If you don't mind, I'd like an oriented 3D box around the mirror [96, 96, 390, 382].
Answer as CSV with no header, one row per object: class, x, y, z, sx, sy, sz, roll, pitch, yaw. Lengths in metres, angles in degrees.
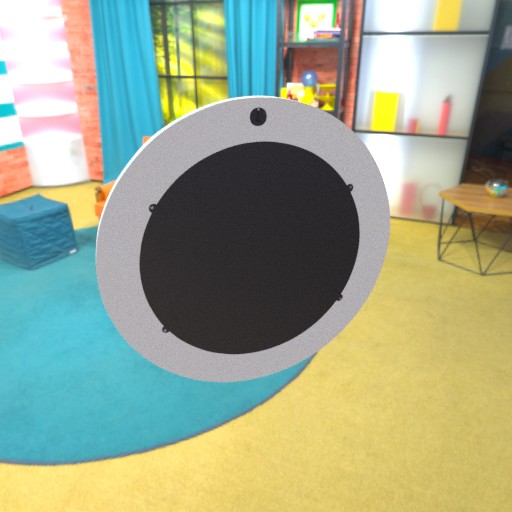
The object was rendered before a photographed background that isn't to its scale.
mirror,0.000,0.000,1.344,0.914,0.914,0.038,-8,27,-17
